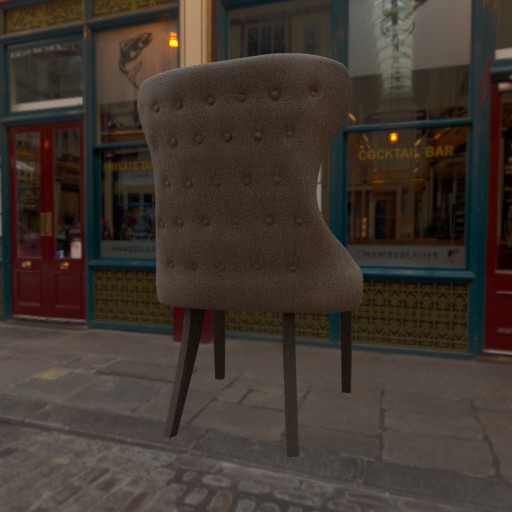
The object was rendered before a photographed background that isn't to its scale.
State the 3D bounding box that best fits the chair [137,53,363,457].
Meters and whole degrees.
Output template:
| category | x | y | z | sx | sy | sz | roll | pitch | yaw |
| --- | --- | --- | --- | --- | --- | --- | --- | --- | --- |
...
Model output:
| category | x | y | z | sx | sy | sz | roll | pitch | yaw |
| --- | --- | --- | --- | --- | --- | --- | --- | --- | --- |
| chair | 0.000 | 0.000 | 1.347 | 0.628 | 0.967 | 0.635 | 1 | 2 | 18 |
